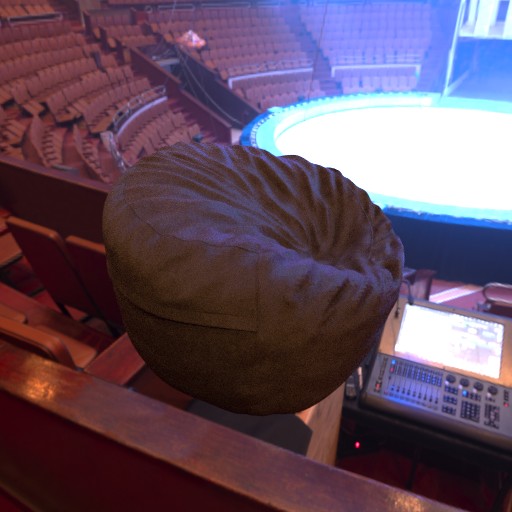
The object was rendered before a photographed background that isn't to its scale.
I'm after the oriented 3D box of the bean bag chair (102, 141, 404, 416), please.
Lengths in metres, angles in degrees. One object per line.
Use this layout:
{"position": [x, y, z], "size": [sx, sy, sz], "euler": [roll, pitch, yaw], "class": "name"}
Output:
{"position": [0.000, 0.000, 1.966], "size": [1.245, 0.821, 1.245], "euler": [0, 30, 0], "class": "bean bag chair"}
